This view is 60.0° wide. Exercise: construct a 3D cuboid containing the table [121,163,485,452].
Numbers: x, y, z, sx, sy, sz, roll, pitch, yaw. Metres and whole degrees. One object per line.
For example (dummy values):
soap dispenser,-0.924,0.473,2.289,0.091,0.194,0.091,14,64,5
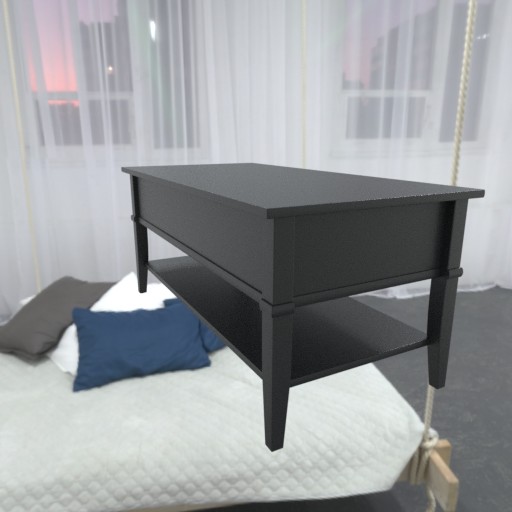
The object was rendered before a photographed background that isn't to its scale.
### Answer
table,0.000,0.000,1.308,0.523,0.470,1.044,-8,17,-27
